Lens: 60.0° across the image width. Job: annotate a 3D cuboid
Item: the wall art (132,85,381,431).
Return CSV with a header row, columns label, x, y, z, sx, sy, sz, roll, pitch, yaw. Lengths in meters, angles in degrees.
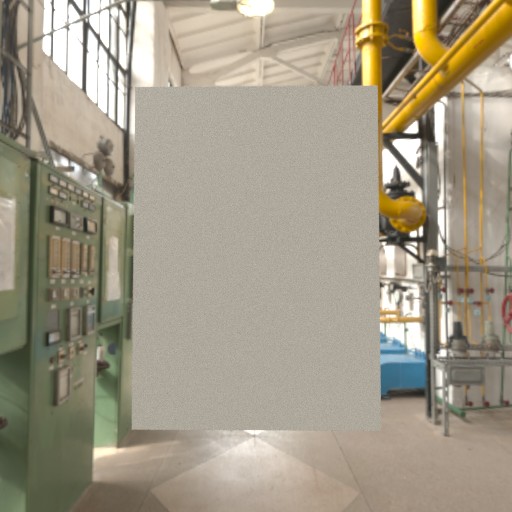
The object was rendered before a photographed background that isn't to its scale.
label,x,y,z,sx,sy,sz,roll,pitch,yaw
wall art,0.000,0.000,0.692,0.381,0.533,0.013,0,-2,1
